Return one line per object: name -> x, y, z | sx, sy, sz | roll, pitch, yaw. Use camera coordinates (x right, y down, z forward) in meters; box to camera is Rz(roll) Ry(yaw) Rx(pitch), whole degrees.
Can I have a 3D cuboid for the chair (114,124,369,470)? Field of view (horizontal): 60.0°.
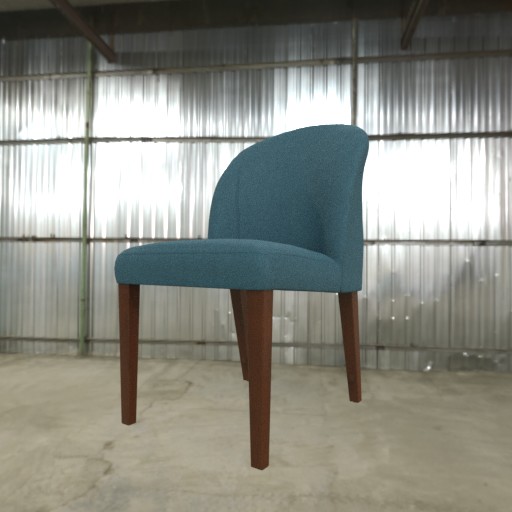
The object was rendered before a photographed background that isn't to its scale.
chair -> 0.000, 0.000, 1.257 | 0.507, 0.879, 0.620 | 0, -1, 36
